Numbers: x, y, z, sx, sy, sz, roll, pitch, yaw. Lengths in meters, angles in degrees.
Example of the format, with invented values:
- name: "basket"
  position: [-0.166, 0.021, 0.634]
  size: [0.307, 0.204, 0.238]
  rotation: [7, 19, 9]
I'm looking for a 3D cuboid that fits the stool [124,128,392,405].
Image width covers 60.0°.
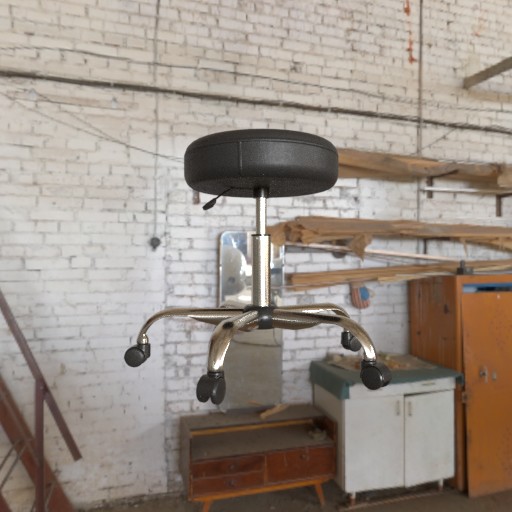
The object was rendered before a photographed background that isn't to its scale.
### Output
- name: "stool"
  position: [0.000, 0.000, 1.144]
  size: [0.673, 0.576, 0.638]
  rotation: [0, 0, 18]
